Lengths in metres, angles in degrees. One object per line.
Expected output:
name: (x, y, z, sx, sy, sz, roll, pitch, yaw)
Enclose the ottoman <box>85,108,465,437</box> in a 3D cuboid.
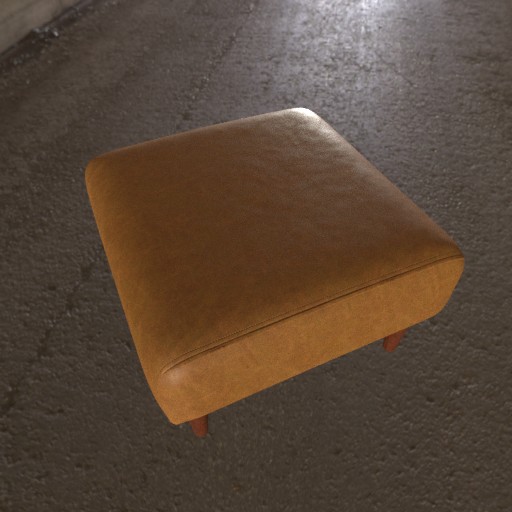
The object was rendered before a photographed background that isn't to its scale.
ottoman: (0.000, 0.000, 1.070, 0.650, 0.399, 0.650, -19, 50, -17)
